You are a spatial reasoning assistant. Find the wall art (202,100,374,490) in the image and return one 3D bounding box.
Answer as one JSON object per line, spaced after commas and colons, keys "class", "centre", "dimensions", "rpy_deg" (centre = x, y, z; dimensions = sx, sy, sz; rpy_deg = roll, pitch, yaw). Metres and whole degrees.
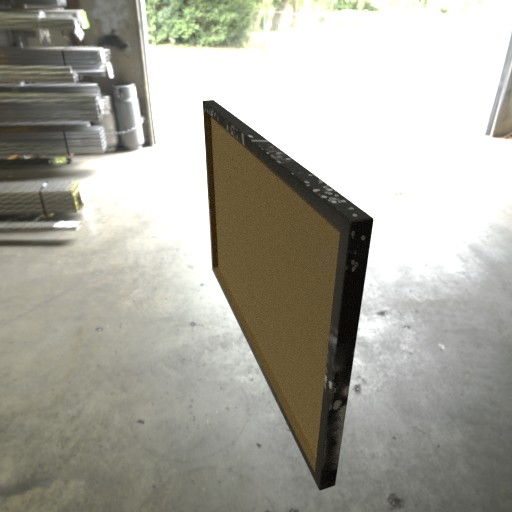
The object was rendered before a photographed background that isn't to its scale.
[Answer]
{"class": "wall art", "centre": [0.000, 0.000, 1.137], "dimensions": [0.038, 0.609, 0.914], "rpy_deg": [-10, 31, -16]}
